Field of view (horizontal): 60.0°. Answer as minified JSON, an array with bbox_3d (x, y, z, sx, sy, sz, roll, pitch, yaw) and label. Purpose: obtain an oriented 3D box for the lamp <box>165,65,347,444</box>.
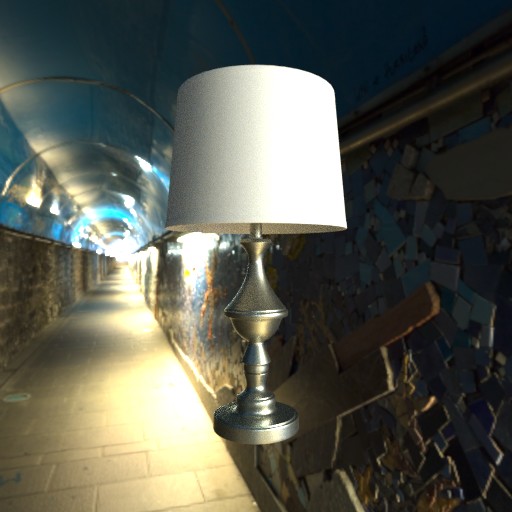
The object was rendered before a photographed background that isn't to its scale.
[{"bbox_3d":[0.000,0.000,0.954,0.383,0.733,0.383,0,0,0],"label":"lamp"}]
